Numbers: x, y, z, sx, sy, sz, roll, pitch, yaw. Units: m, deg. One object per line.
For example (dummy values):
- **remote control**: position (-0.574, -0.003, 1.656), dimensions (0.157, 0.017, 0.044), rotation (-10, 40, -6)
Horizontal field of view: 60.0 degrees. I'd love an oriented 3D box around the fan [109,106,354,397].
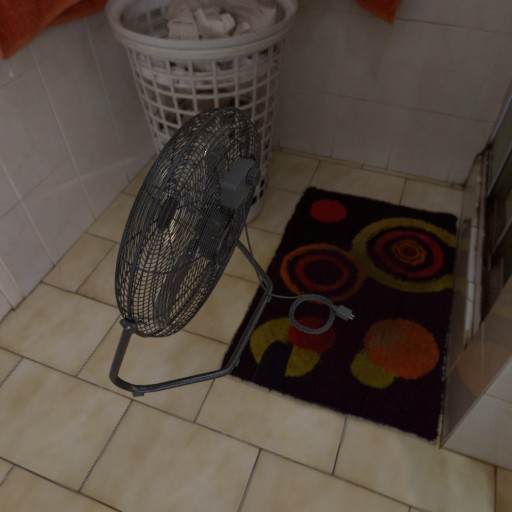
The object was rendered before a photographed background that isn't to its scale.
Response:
- **fan**: position (0.000, 0.000, 0.887), dimensions (0.424, 0.546, 0.555), rotation (17, 50, 15)
